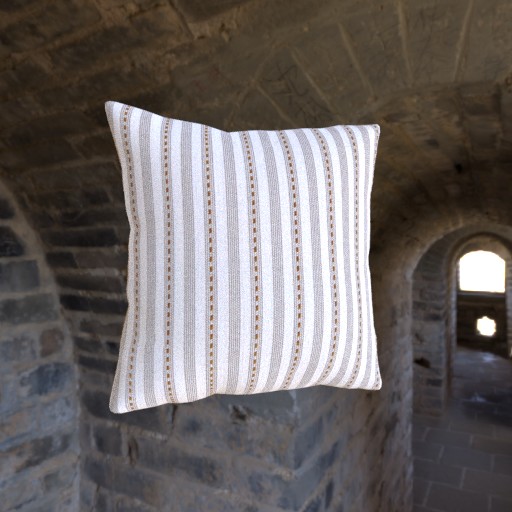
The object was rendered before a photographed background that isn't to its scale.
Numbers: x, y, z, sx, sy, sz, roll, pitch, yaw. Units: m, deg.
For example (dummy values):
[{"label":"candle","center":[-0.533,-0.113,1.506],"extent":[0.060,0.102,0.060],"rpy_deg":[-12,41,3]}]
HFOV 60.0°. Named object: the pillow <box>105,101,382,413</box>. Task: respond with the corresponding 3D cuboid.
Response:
[{"label":"pillow","center":[0.000,0.000,0.666],"extent":[0.432,0.437,0.147],"rpy_deg":[0,-1,-17]}]
